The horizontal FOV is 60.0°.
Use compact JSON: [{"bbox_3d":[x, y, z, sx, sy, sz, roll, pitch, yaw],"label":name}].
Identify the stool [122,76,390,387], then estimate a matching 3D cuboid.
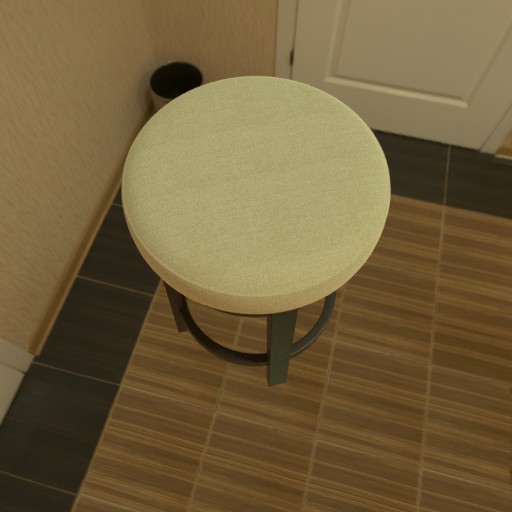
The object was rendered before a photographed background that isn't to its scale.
[{"bbox_3d":[0.000,0.000,0.965,0.449,0.655,0.449,0,64,0],"label":"stool"}]
